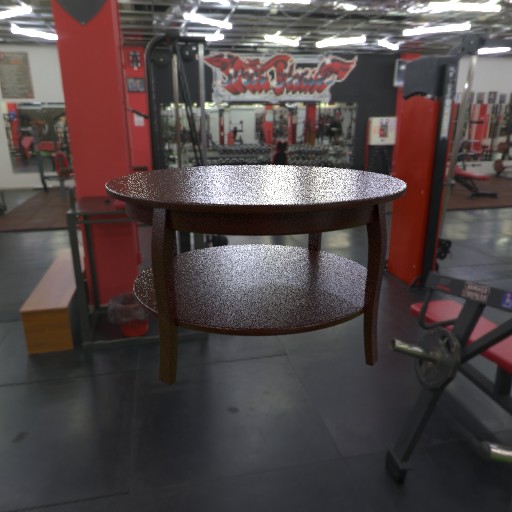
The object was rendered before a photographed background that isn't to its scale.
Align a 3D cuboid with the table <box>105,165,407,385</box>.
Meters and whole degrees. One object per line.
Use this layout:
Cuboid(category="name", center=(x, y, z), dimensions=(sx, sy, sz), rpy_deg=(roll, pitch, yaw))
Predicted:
Cuboid(category="table", center=(0.000, 0.000, 1.480), dimensions=(0.911, 0.512, 0.911), rpy_deg=(0, 17, 0))
